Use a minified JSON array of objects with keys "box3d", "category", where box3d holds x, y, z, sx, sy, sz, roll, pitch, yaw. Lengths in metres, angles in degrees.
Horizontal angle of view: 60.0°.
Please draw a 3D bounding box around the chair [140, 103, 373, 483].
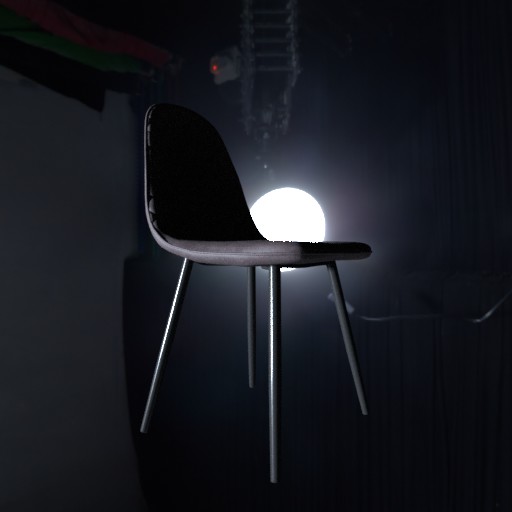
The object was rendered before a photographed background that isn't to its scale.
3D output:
[{"box3d":[0.000,0.000,1.184,0.561,0.889,0.472,1,2,37],"category":"chair"}]
